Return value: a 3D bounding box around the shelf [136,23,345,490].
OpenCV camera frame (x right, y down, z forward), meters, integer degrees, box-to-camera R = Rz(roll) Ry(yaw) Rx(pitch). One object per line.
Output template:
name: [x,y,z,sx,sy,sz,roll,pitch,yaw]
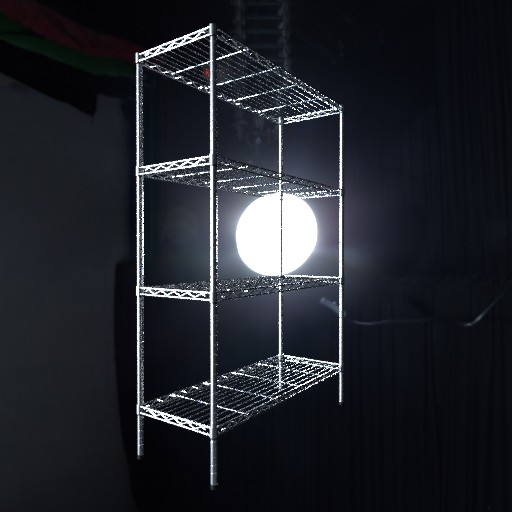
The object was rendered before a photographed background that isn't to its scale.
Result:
shelf: [0.000,0.000,1.753,0.352,1.360,0.907,0,1,36]
